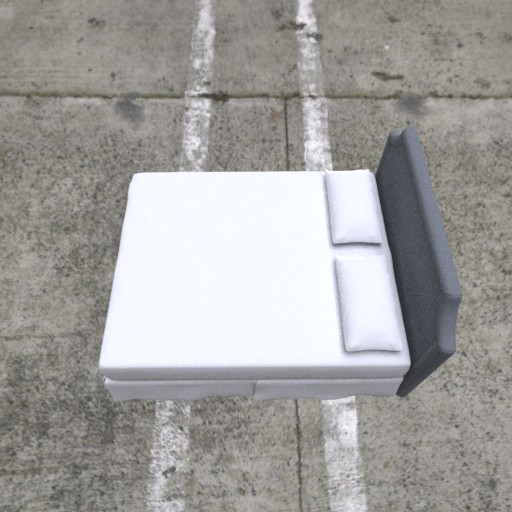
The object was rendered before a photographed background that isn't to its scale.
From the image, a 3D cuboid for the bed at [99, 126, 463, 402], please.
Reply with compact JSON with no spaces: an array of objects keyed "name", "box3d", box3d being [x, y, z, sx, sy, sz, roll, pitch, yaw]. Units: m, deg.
[{"name":"bed","box3d":[0.000,0.000,3.299,2.259,1.296,1.811,0,58,0]}]
